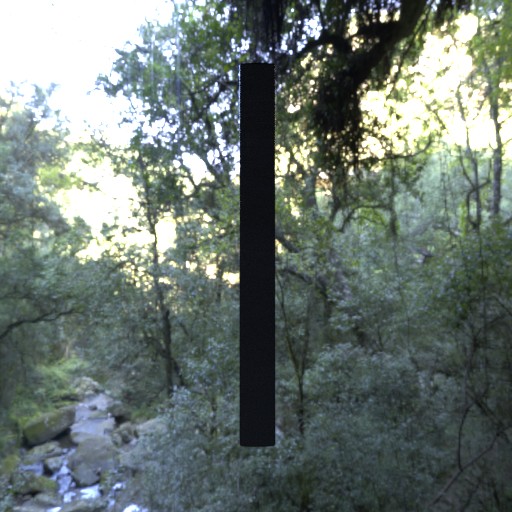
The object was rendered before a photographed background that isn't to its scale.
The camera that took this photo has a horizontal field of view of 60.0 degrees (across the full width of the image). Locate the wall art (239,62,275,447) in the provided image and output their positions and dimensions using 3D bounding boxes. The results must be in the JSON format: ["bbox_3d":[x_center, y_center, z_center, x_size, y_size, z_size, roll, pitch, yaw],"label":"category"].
[{"bbox_3d":[0.000,0.000,0.774,0.038,0.409,0.610,0,0,0],"label":"wall art"}]
